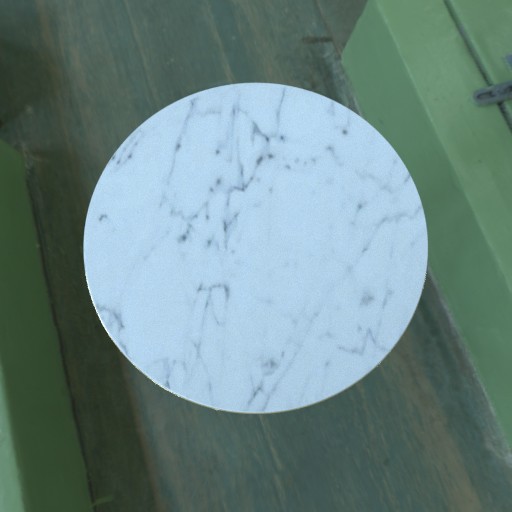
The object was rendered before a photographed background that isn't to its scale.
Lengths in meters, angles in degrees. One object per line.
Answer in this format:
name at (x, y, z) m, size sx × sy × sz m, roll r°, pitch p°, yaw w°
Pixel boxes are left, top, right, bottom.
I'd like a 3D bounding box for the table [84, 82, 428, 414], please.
table at (0.000, 0.000, 1.243) m, size 0.800 × 0.450 × 0.800 m, roll 0°, pitch 75°, yaw 0°
